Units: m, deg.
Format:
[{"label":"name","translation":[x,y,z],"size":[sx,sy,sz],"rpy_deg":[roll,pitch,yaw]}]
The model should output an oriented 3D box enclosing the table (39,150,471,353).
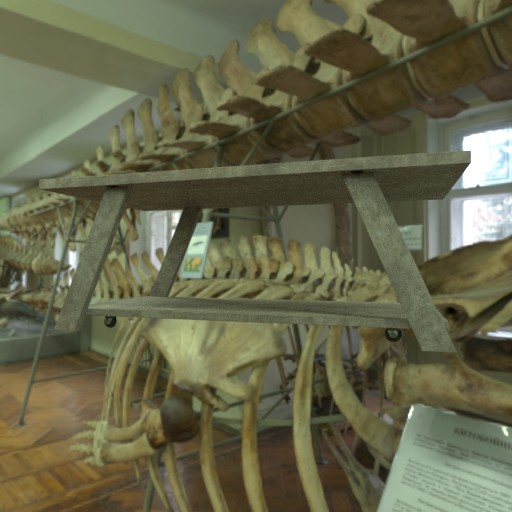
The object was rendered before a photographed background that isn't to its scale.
[{"label":"table","translation":[0.000,0.000,1.480],"size":[1.219,0.470,0.610],"rpy_deg":[0,-1,17]}]
